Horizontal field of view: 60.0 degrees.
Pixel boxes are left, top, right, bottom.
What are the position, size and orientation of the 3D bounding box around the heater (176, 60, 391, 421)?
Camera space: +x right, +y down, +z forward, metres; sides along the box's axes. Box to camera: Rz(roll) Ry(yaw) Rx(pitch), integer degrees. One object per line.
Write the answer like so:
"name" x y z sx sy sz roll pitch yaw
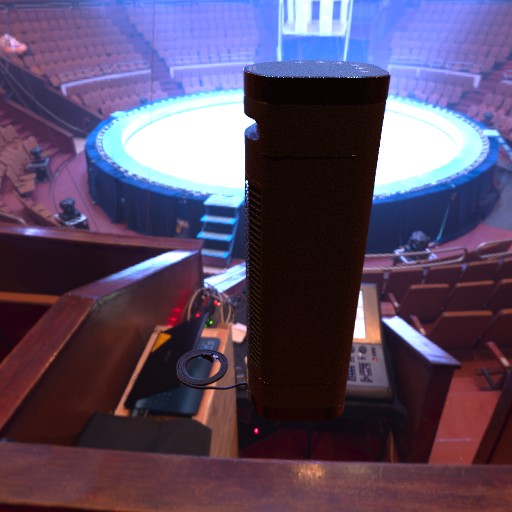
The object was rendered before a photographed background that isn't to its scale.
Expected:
"heater" 0.000 0.000 0.695 0.312 0.552 0.174 0 30 0
